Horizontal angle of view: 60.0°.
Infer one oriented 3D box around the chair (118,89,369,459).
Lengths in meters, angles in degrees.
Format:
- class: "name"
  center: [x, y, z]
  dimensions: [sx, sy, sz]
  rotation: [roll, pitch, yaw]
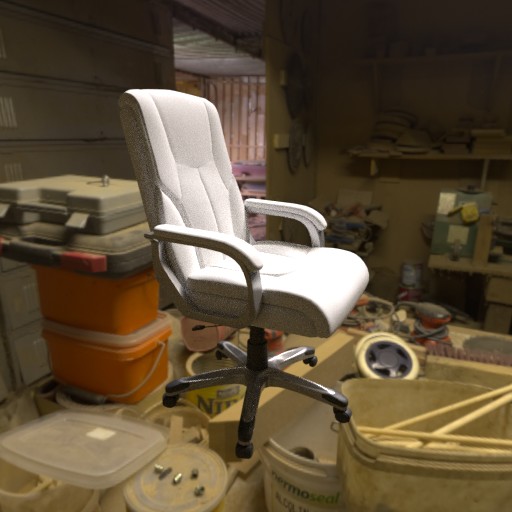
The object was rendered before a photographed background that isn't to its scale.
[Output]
- class: "chair"
  center: [0.000, 0.000, 1.557]
  dimensions: [0.738, 1.120, 0.687]
  rotation: [7, 17, 25]
